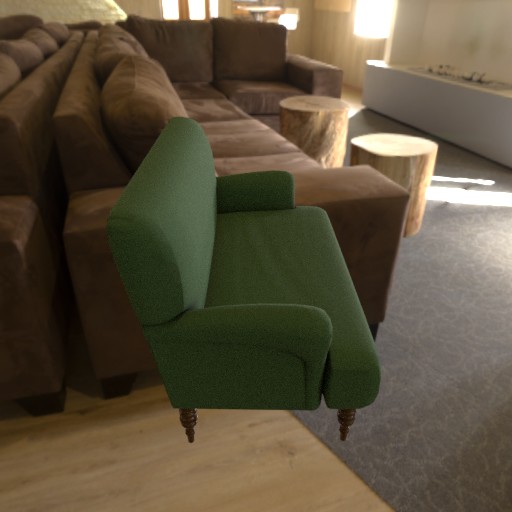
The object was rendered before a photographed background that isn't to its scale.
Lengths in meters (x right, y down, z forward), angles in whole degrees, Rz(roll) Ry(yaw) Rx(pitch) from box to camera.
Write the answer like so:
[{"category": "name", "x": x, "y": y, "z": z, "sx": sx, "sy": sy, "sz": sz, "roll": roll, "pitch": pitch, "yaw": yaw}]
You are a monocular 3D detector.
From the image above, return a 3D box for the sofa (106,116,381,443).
[{"category": "sofa", "x": 0.000, "y": 0.000, "z": 1.819, "sx": 0.779, "sy": 0.889, "sz": 1.297, "roll": 0, "pitch": 30, "yaw": -1}]
